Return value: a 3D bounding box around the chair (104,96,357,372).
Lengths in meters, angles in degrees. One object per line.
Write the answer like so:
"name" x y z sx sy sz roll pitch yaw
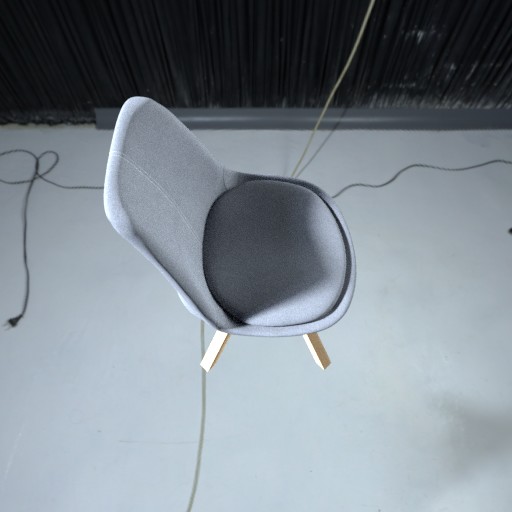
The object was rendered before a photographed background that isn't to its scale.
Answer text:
"chair" 0.000 0.000 1.198 0.549 0.863 0.474 0 64 0
